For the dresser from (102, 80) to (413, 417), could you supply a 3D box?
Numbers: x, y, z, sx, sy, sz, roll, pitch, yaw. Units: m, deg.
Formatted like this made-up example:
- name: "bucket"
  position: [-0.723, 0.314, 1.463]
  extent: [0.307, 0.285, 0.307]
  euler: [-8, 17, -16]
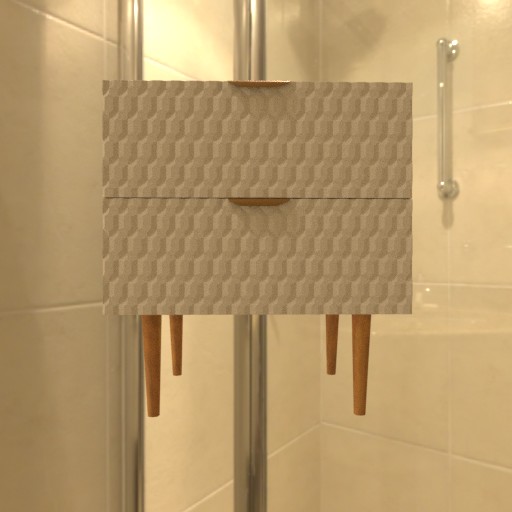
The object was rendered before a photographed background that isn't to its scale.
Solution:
- name: "dresser"
  position: [0.000, 0.000, 0.916]
  extent: [0.503, 0.568, 0.414]
  euler: [0, 0, -1]
